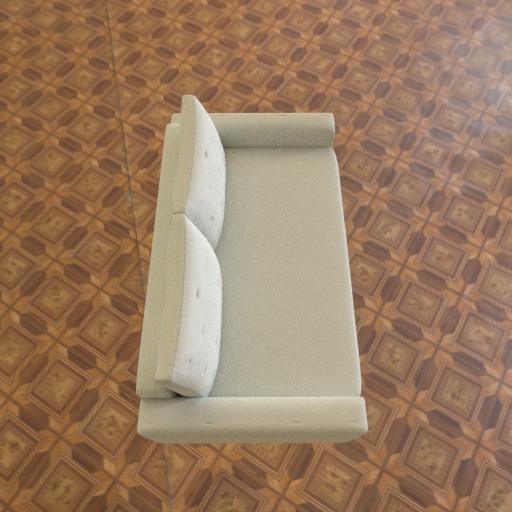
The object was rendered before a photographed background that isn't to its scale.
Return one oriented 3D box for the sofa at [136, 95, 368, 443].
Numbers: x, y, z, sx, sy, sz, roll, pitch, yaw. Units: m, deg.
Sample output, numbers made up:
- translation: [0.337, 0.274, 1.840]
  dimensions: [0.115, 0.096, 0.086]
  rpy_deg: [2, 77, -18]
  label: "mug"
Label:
- translation: [0.000, 0.000, 2.157]
  dimensions: [0.920, 0.790, 1.650]
  rpy_deg: [0, 63, 0]
  label: "sofa"
